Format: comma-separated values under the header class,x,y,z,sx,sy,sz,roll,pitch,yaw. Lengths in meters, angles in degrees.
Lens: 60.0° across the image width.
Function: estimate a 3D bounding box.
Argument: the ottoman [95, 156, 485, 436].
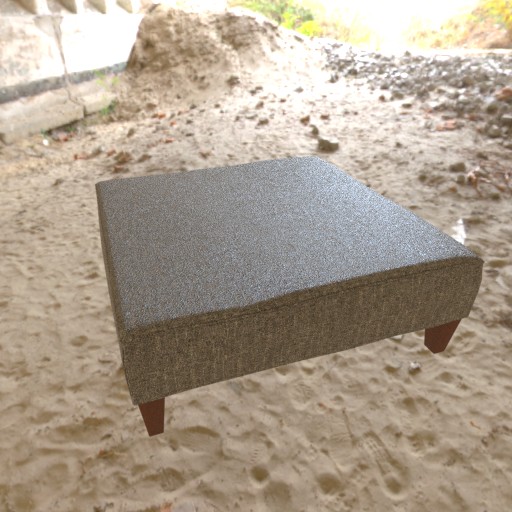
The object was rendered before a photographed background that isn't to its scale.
class,x,y,z,sx,sy,sz,roll,pitch,yaw
ottoman,0.000,0.000,1.525,0.981,0.379,1.016,-10,31,-18
